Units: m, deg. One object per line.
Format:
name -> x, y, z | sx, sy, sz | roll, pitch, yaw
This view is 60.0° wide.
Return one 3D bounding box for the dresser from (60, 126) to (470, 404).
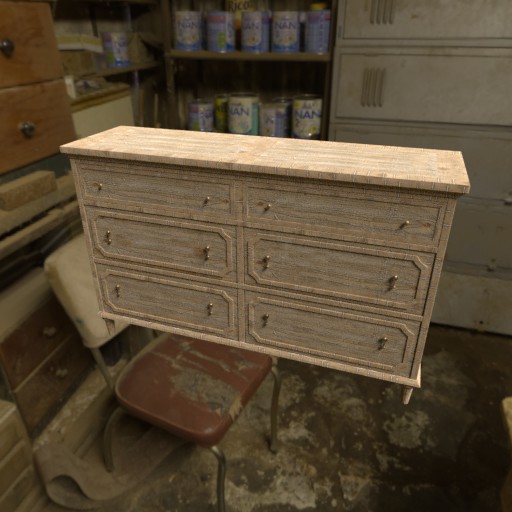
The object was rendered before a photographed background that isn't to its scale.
dresser -> 0.000, 0.000, 2.098 | 1.626, 1.016, 0.457 | 9, 29, 17
